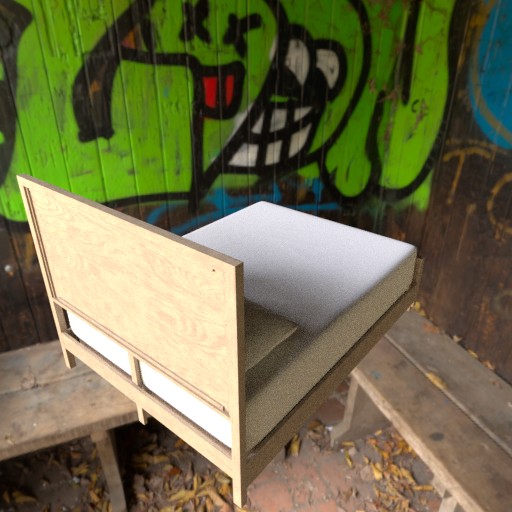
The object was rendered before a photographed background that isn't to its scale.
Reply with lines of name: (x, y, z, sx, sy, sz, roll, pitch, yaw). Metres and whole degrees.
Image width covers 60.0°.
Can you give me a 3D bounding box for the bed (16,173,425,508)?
bed: (0.000, 0.000, 3.054, 1.606, 1.369, 2.189, 21, 35, 34)
